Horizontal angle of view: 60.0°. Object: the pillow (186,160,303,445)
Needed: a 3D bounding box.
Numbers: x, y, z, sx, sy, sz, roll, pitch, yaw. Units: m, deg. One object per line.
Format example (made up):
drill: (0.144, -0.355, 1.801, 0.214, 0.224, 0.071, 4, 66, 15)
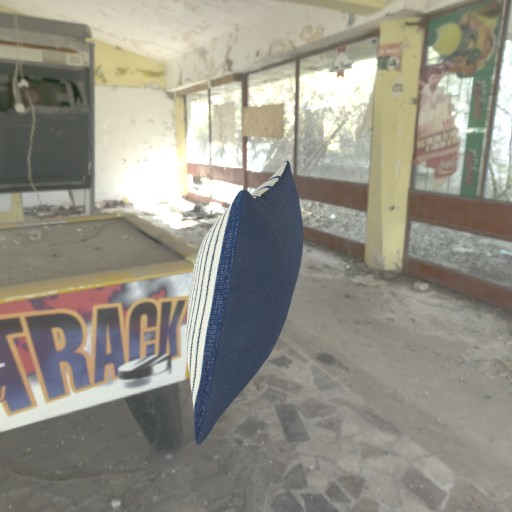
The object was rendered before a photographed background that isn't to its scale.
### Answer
pillow: (0.000, 0.000, 0.751, 0.156, 0.292, 0.608, 2, 15, 8)
